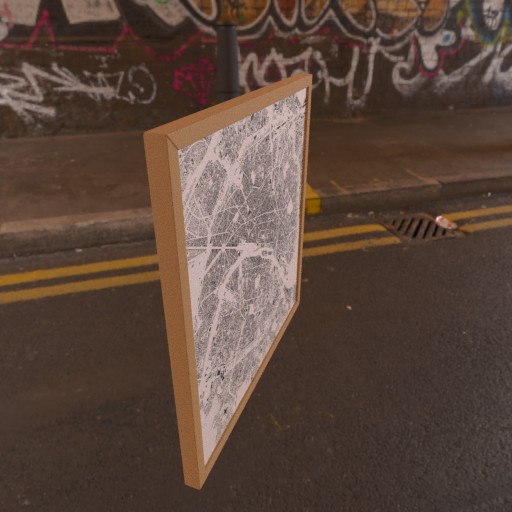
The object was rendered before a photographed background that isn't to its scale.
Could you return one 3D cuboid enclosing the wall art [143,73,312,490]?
[{"bbox_3d":[0.000,0.000,1.095,0.037,0.761,0.761,10,30,19],"label":"wall art"}]
